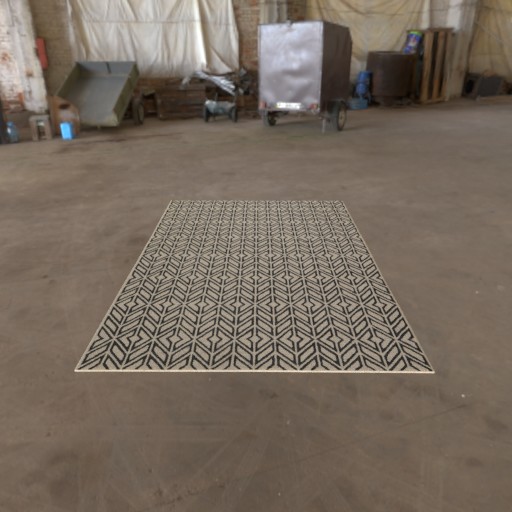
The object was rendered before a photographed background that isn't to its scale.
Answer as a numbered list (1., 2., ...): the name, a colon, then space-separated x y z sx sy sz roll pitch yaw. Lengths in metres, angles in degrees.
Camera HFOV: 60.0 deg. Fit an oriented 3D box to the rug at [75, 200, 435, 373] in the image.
1. rug: 0.000 0.000 2.323 1.220 0.007 1.828 0 25 0
